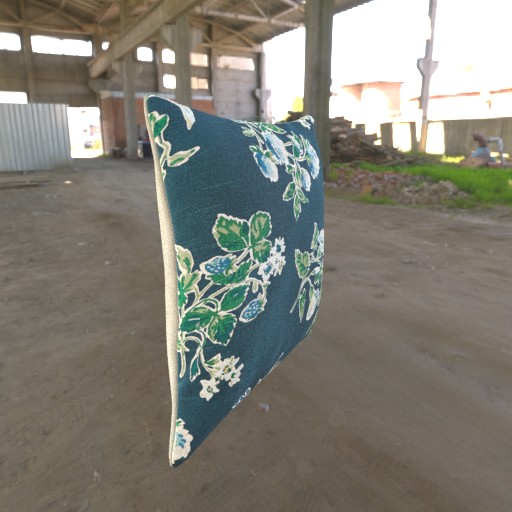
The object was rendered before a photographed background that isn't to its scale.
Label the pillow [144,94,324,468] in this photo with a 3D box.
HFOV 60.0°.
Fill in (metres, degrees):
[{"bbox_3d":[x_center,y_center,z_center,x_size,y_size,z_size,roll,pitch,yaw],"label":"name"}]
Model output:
[{"bbox_3d":[0.000,0.000,0.795,0.166,0.508,0.525,8,16,27],"label":"pillow"}]
